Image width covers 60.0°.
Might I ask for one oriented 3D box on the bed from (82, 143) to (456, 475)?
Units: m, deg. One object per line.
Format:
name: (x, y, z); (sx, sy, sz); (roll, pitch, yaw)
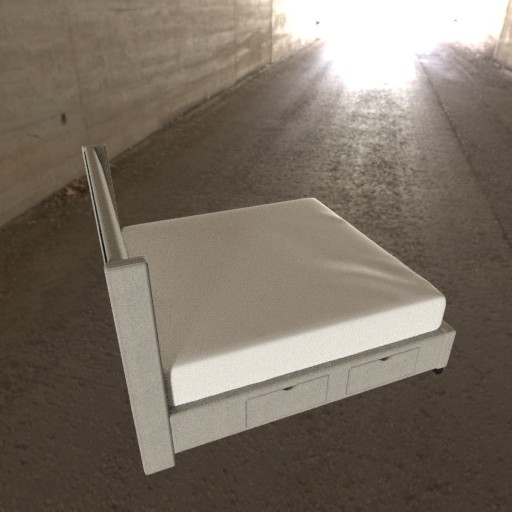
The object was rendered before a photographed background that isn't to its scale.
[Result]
bed: (0.000, 0.000, 3.539); (2.280, 1.470, 2.140); (-11, 31, -19)
